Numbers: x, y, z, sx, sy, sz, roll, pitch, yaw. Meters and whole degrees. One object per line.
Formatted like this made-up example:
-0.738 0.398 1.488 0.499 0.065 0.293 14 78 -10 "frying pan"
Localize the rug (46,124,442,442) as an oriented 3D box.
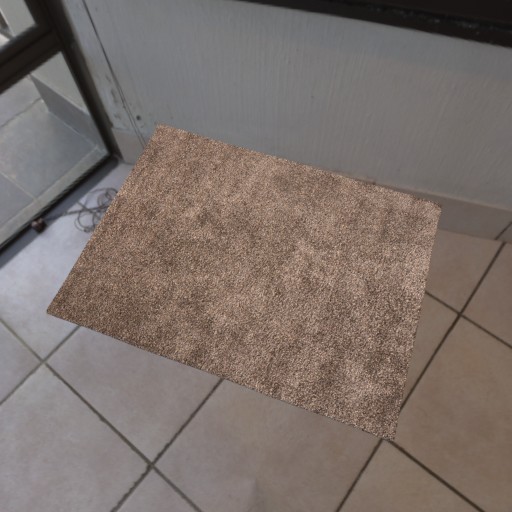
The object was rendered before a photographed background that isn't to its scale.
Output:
0.000 0.000 2.147 1.601 0.025 1.198 18 65 9 "rug"
